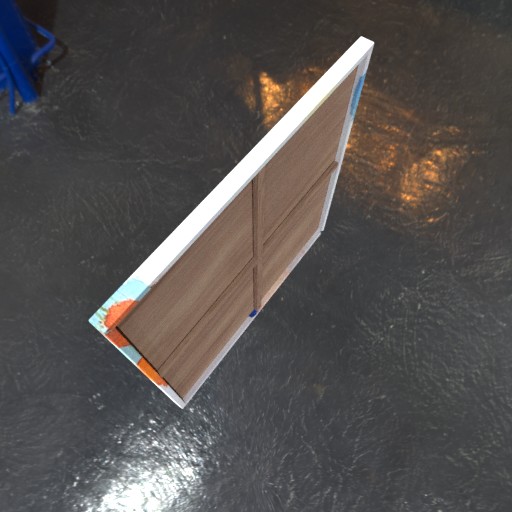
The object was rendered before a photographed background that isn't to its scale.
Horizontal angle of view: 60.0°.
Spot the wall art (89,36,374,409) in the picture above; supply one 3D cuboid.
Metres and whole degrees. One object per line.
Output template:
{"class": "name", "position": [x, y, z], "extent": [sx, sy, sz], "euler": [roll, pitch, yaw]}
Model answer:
{"class": "wall art", "position": [0.000, 0.000, 1.479], "extent": [0.044, 1.017, 1.017], "euler": [34, 68, 16]}
